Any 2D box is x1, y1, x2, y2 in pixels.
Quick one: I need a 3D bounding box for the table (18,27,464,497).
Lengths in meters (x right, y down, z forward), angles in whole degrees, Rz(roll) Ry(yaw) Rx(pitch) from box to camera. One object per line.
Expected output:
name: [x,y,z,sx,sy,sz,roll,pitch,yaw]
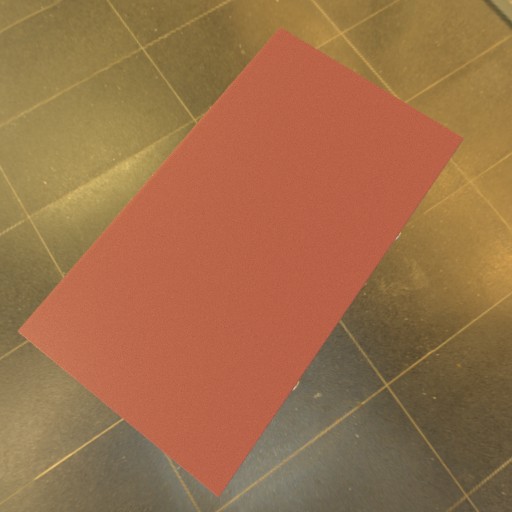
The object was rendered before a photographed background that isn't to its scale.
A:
table: [0.000,0.000,1.347,0.612,0.493,1.068,35,78,9]
